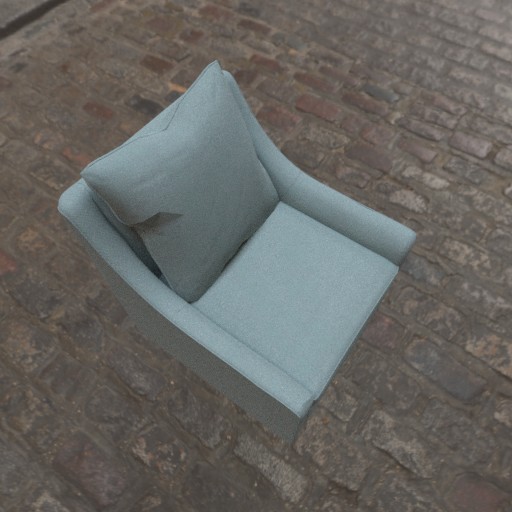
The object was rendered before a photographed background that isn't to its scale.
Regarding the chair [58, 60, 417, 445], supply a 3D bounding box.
[{"bbox_3d":[0.000,0.000,1.551,0.870,0.926,0.760,32,64,18],"label":"chair"}]
